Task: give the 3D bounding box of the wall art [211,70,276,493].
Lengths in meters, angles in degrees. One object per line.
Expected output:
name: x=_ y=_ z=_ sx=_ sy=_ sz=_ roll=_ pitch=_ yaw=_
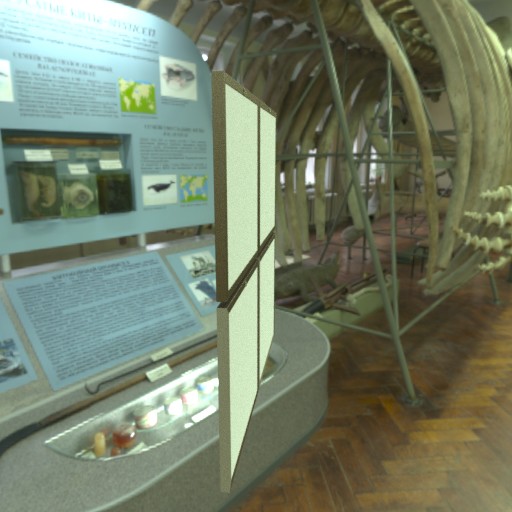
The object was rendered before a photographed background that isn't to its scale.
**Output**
wall art: x=0.000 y=0.000 z=1.537 sx=0.030 sy=1.032 sz=1.032 roll=2 pitch=13 yaw=9
